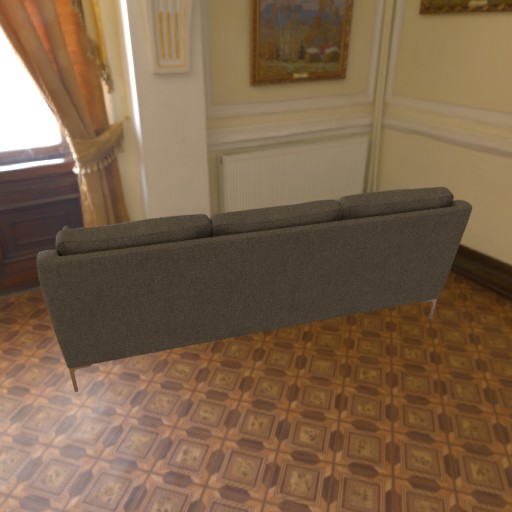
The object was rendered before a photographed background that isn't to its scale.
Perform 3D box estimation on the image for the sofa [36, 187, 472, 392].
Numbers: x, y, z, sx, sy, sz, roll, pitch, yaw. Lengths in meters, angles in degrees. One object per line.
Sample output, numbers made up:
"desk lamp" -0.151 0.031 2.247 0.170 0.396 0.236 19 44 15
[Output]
"sofa" 0.000 0.000 2.470 2.060 0.837 0.849 -8 28 -15
